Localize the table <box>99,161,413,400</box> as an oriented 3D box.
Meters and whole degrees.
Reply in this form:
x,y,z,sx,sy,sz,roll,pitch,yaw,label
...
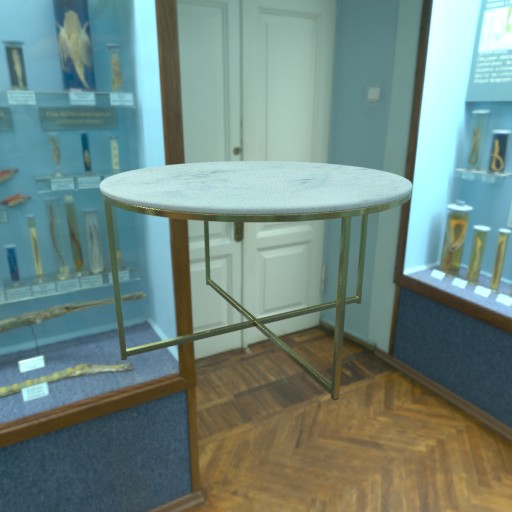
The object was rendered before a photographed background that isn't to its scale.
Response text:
x,y,z,sx,sy,sz,roll,pitch,yaw,label
0.000,0.000,1.262,0.800,0.450,0.800,0,18,0,table
